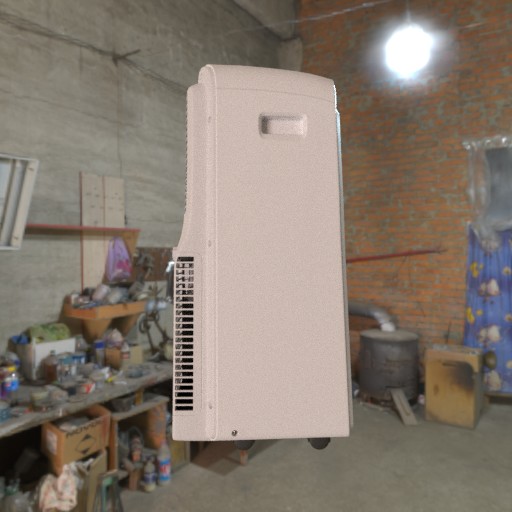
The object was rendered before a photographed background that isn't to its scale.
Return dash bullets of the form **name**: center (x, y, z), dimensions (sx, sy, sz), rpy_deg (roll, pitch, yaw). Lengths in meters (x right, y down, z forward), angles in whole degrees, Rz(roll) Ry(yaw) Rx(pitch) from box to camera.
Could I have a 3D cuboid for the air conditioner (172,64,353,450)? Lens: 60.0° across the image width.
- **air conditioner**: center (0.000, 0.000, 0.976), dimensions (0.365, 0.700, 0.454), rpy_deg (0, -1, -1)
